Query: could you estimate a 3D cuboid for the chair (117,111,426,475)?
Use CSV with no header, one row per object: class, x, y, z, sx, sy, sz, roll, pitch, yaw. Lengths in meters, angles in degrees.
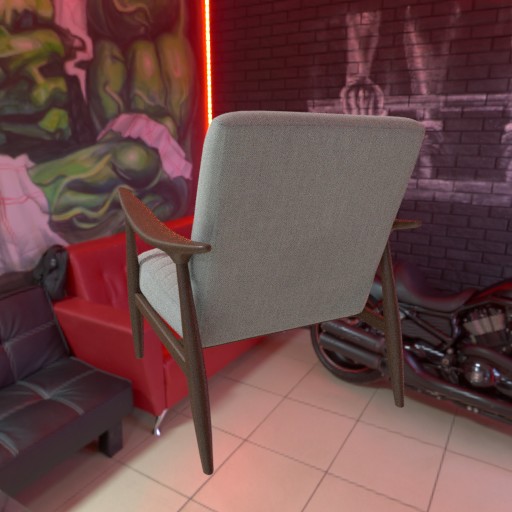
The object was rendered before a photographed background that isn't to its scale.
chair,0.000,0.000,1.399,0.741,0.832,0.798,-7,17,-25
